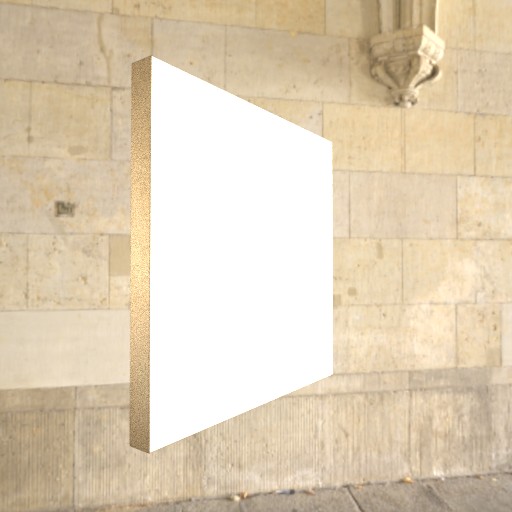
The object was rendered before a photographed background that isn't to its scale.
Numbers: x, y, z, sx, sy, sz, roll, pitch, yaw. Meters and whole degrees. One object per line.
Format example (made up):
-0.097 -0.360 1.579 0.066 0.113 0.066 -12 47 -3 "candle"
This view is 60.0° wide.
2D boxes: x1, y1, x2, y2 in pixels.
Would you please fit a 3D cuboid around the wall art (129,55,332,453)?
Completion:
0.000 0.000 0.775 0.040 0.506 0.503 -1 -1 37 "wall art"
